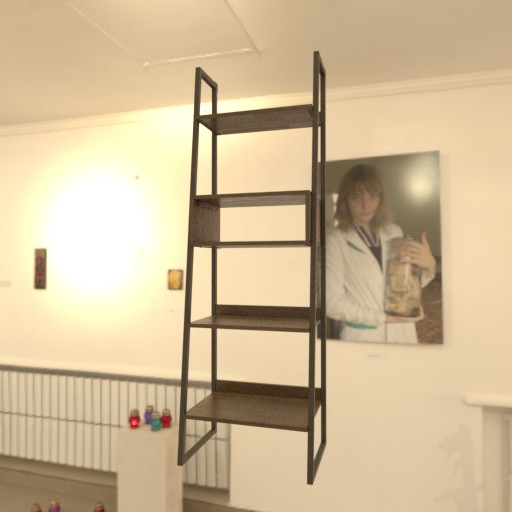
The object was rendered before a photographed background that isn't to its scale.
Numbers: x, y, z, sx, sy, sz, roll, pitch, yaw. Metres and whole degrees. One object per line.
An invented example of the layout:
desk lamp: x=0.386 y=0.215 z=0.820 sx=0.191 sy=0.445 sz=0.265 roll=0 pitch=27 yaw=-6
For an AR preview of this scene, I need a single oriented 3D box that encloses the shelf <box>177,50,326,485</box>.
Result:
shelf: x=0.000 y=0.000 z=2.254 sx=0.652 sy=2.005 sz=0.454 roll=0 pitch=-1 yaw=17
